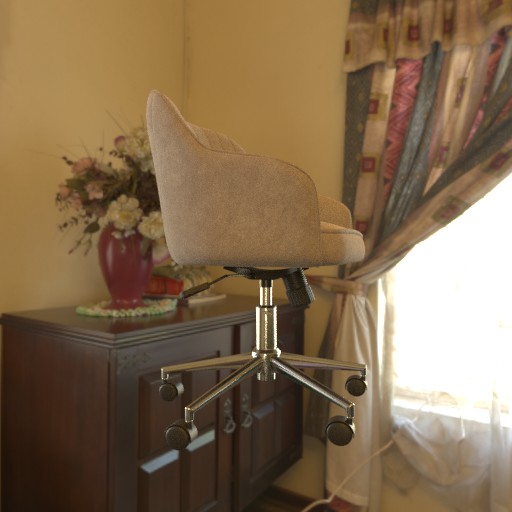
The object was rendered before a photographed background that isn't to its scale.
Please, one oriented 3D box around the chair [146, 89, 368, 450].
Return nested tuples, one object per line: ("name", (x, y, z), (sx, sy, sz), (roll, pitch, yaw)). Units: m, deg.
("chair", (0.000, 0.000, 1.220), (0.573, 0.831, 0.635), (0, 0, 18))
